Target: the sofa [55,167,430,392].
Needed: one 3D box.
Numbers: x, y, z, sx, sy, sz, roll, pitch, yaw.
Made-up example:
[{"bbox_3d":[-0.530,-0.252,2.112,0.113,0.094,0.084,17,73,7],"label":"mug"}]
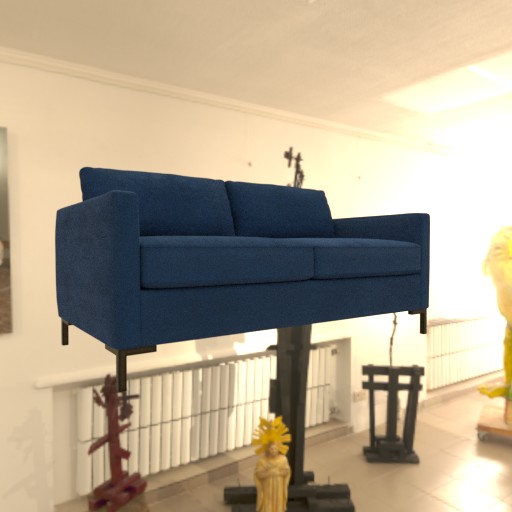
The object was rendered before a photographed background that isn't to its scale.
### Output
[{"bbox_3d":[0.000,0.000,2.161,1.676,0.817,0.875,-1,1,-35],"label":"sofa"}]
